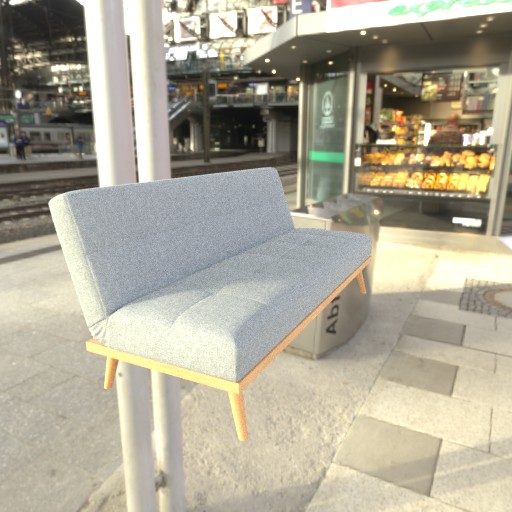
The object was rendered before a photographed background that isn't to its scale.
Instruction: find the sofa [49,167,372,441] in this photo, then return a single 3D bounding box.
[{"bbox_3d":[0.000,0.000,2.285,0.800,0.800,1.820,7,16,26],"label":"sofa"}]
